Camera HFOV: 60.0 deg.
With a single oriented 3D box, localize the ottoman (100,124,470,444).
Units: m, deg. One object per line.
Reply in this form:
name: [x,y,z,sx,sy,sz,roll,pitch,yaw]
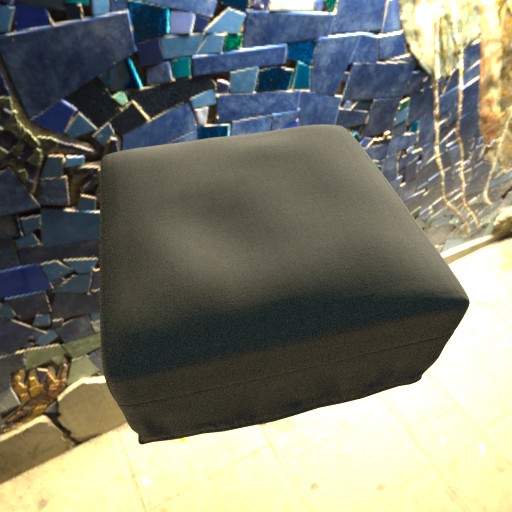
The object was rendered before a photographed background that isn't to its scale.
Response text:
ottoman: [0.000,0.000,1.327,0.843,0.436,0.840,-10,47,-9]
